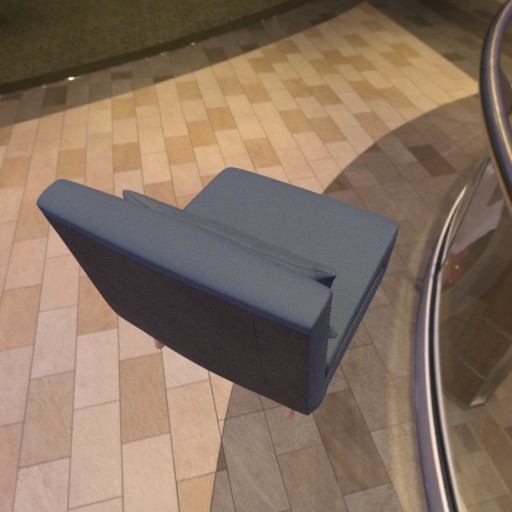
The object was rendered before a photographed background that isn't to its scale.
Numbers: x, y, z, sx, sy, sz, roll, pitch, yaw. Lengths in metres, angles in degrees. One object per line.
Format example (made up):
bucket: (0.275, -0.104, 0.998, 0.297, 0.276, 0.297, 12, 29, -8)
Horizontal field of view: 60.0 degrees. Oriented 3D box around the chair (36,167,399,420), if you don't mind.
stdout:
chair: (0.000, 0.000, 1.493, 0.770, 0.808, 0.900, 22, 49, 21)
